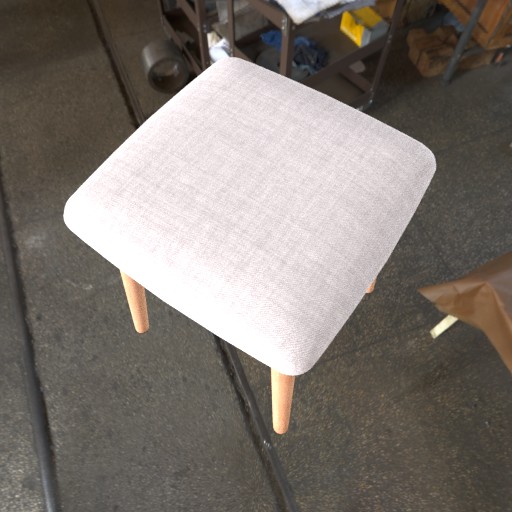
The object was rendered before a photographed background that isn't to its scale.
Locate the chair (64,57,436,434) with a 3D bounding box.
[{"bbox_3d":[0.000,0.000,0.688,0.350,0.440,0.350,31,66,16],"label":"chair"}]
